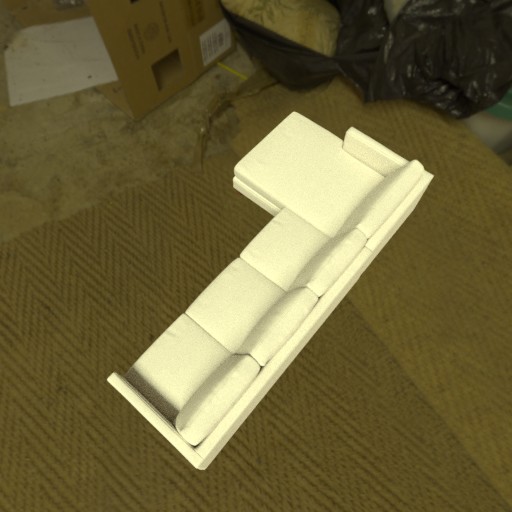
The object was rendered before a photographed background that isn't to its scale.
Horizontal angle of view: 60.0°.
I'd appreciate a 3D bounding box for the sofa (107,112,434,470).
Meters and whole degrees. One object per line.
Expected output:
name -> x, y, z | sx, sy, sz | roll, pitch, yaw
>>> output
sofa -> 0.000, 0.000, 3.983 | 1.625, 0.846, 3.186 | 37, 70, 16
